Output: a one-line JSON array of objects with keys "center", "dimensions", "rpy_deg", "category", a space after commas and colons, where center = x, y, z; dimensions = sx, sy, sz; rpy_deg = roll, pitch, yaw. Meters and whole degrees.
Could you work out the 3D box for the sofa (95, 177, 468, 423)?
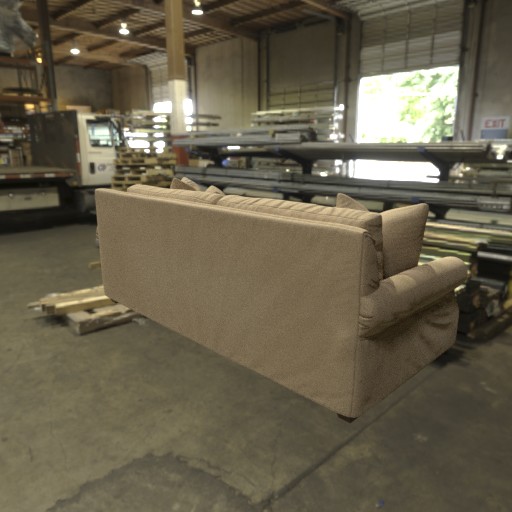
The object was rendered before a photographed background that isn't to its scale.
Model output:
[{"center": [0.000, 0.000, 2.779], "dimensions": [1.067, 0.904, 2.285], "rpy_deg": [-14, 20, -43], "category": "sofa"}]
